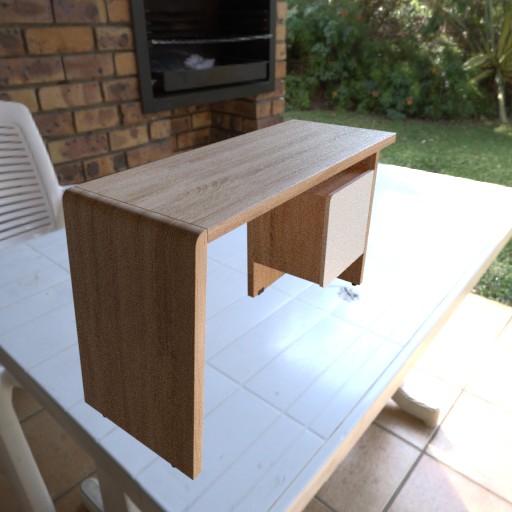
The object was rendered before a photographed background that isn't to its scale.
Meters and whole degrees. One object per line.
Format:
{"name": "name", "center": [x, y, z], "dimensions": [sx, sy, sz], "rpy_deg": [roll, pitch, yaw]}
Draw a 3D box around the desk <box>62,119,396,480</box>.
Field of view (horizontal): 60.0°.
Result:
{"name": "desk", "center": [0.000, 0.000, 1.675], "dimensions": [0.500, 0.750, 1.300], "rpy_deg": [19, 33, 31]}
